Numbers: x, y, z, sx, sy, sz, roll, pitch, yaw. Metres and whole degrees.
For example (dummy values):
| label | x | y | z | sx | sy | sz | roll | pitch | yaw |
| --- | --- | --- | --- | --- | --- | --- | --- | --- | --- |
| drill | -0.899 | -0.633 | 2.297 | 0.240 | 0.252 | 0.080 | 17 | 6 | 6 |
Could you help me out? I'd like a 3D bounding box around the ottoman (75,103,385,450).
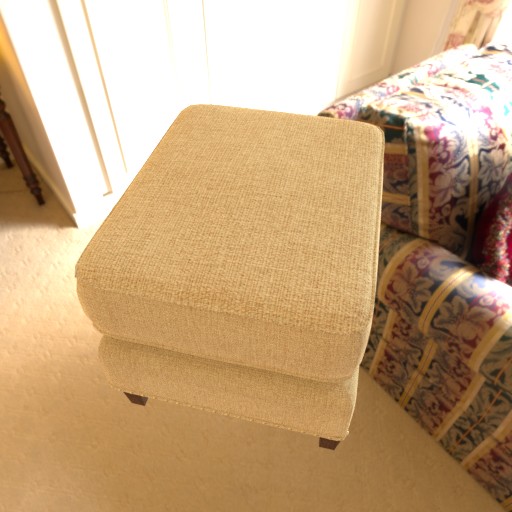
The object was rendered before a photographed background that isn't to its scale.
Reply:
| label | x | y | z | sx | sy | sz | roll | pitch | yaw |
| --- | --- | --- | --- | --- | --- | --- | --- | --- | --- |
| ottoman | 0.000 | 0.000 | 1.159 | 0.589 | 0.537 | 0.738 | 10 | 47 | 9 |
